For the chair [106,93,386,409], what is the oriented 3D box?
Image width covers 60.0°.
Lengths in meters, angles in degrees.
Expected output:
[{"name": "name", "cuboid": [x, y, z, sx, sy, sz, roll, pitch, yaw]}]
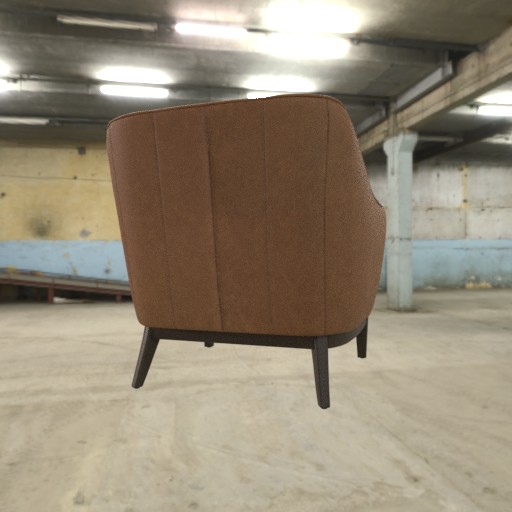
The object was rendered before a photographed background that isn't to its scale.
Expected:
[{"name": "chair", "cuboid": [0.000, 0.000, 1.583, 0.871, 0.830, 0.852, 0, 0, 18]}]
